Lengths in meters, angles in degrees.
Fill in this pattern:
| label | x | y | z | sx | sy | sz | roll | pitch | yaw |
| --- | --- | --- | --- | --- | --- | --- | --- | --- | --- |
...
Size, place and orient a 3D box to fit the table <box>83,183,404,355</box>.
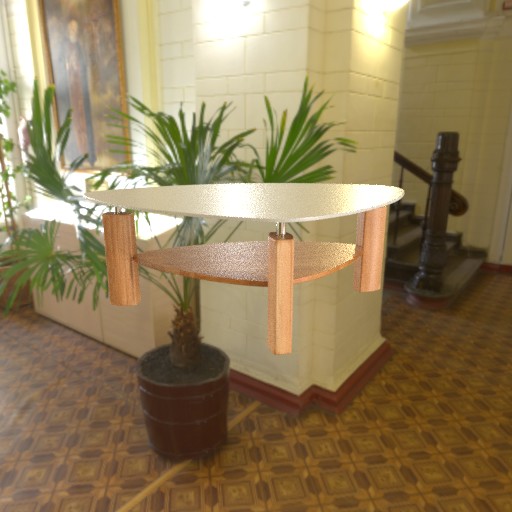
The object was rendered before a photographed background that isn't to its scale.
| label | x | y | z | sx | sy | sz | roll | pitch | yaw |
| --- | --- | --- | --- | --- | --- | --- | --- | --- | --- |
| table | 0.000 | 0.000 | 1.640 | 1.250 | 0.440 | 0.850 | -2 | 16 | -8 |
